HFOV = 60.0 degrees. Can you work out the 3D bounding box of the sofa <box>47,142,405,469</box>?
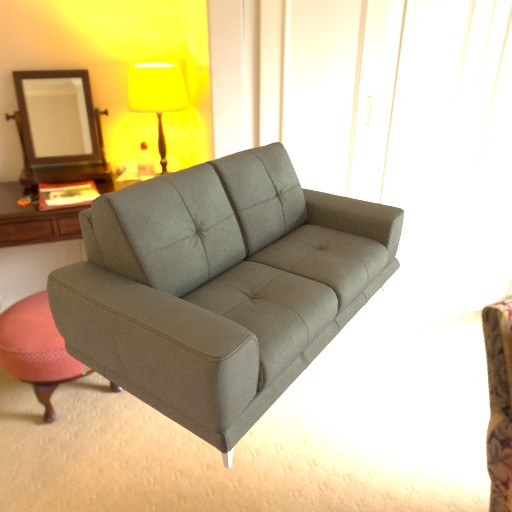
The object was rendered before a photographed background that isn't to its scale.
[{"bbox_3d":[0.000,0.000,2.329,1.018,0.907,1.806,18,31,32],"label":"sofa"}]
